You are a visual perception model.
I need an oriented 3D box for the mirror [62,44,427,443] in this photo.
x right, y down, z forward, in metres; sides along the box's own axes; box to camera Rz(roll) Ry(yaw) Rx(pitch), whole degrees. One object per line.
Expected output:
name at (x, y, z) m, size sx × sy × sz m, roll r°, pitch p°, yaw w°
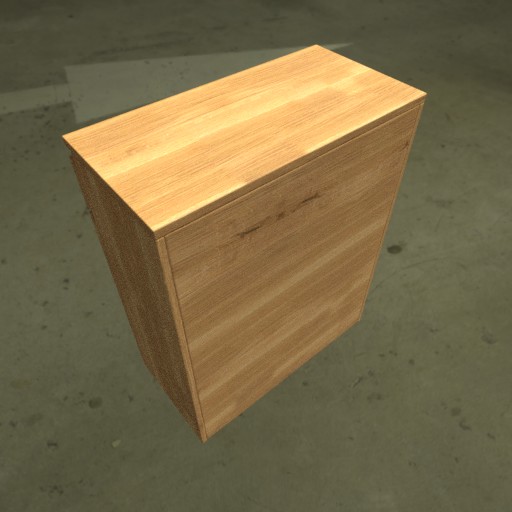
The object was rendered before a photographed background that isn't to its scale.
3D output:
mirror at (0.000, 0.000, 1.425) m, size 0.800 × 1.000 × 0.400 m, roll -31°, pitch 54°, yaw -26°
